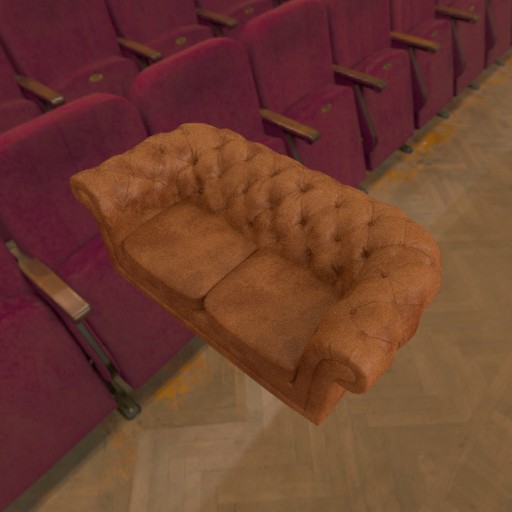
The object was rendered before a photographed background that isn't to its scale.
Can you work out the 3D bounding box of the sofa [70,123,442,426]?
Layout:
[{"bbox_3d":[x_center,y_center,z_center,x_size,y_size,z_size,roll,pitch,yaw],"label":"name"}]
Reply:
[{"bbox_3d":[0.000,0.000,2.601,1.979,0.877,1.042,32,54,26],"label":"sofa"}]
